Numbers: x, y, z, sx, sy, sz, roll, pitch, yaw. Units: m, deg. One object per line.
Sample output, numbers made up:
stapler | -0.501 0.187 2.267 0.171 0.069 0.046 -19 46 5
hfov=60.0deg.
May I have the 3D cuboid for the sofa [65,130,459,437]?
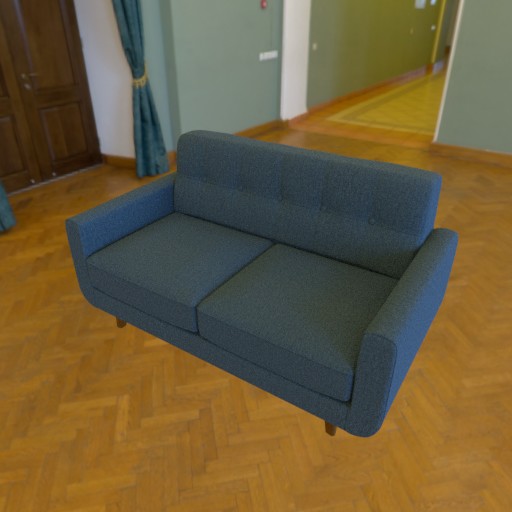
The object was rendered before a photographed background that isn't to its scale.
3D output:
sofa | 0.000 0.000 2.170 1.651 0.896 0.942 18 35 28
